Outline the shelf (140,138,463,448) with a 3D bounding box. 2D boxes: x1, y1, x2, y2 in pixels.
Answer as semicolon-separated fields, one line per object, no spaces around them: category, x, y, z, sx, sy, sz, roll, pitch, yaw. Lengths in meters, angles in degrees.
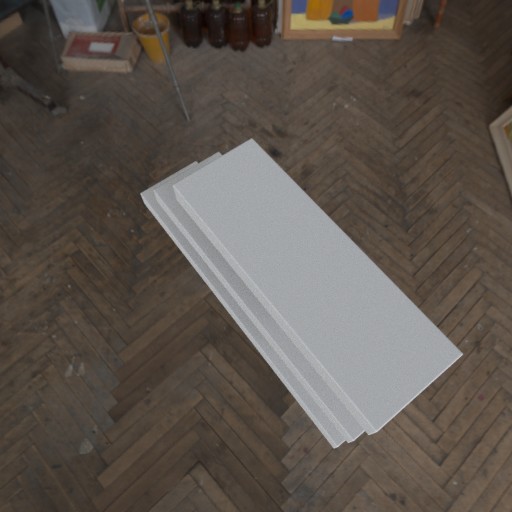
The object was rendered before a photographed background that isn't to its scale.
shelf;0.000;0.000;0.733;0.140;0.293;0.610;-34;68;-16
